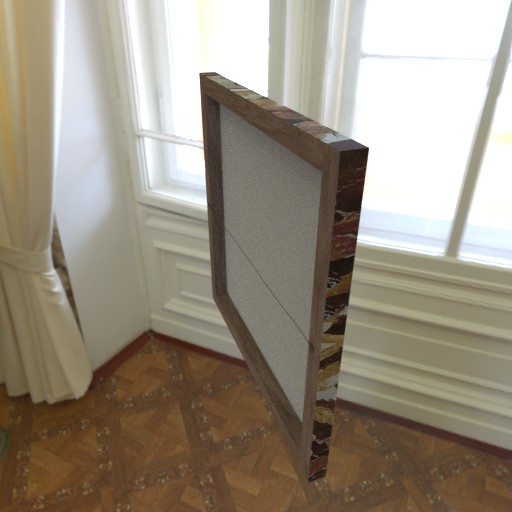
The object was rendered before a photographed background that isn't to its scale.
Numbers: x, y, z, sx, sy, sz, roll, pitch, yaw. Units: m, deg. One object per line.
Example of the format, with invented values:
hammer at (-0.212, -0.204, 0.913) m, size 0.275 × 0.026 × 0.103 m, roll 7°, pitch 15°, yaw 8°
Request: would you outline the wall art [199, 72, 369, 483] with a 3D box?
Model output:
wall art at (0.000, 0.000, 0.897) m, size 0.041 × 0.613 × 0.609 m, roll -11°, pitch 32°, yaw -18°
